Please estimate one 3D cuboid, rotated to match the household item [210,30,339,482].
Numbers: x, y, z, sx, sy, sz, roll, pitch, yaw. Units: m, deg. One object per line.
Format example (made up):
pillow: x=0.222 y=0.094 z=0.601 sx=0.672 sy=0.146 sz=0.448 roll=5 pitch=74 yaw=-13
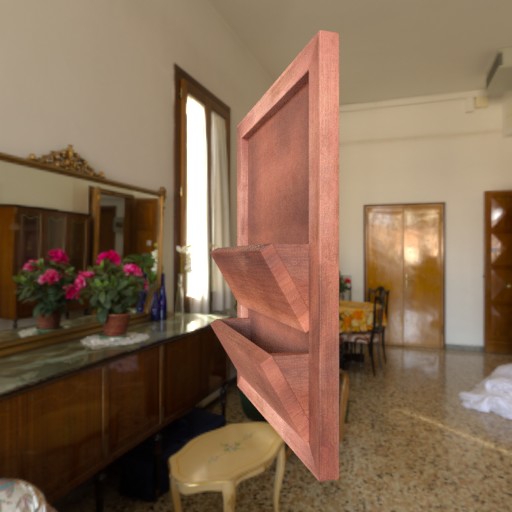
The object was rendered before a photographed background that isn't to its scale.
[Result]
household item: x=0.000 y=0.000 z=0.542 sx=0.067 sy=0.407 sz=0.310 roll=0 pitch=0 yaw=-16
